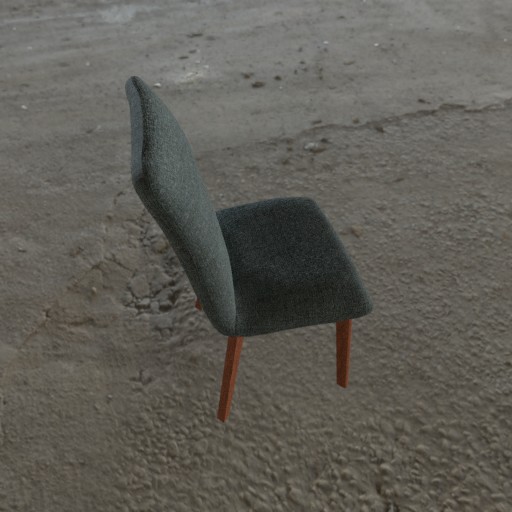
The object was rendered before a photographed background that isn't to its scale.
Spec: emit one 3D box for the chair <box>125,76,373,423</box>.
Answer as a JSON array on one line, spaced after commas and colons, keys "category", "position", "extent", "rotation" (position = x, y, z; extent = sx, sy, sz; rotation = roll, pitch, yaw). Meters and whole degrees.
[{"category": "chair", "position": [0.000, 0.000, 1.312], "extent": [0.563, 0.974, 0.522], "rotation": [-10, 47, -10]}]
